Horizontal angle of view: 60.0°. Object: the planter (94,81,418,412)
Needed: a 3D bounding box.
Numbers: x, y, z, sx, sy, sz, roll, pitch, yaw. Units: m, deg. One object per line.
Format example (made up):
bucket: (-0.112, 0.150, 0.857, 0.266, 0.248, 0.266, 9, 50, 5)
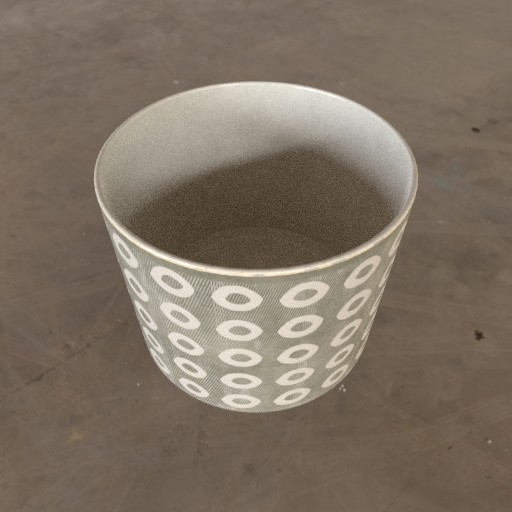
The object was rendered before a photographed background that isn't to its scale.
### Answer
planter: (0.000, 0.000, 0.439, 0.250, 0.239, 0.250, 0, 47, 0)
